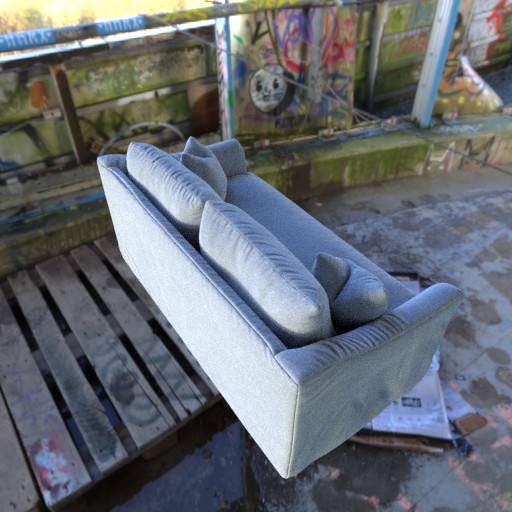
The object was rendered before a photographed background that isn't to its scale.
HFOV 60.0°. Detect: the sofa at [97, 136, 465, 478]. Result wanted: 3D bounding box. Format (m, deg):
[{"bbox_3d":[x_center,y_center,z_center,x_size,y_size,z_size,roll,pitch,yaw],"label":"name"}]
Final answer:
[{"bbox_3d":[0.000,0.000,2.608,1.072,1.018,2.010,-25,47,-26],"label":"sofa"}]
